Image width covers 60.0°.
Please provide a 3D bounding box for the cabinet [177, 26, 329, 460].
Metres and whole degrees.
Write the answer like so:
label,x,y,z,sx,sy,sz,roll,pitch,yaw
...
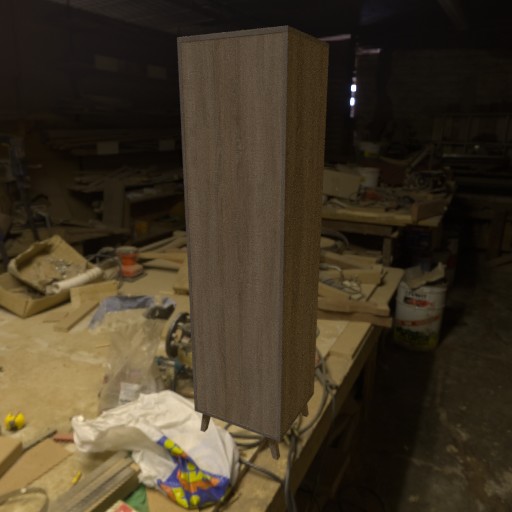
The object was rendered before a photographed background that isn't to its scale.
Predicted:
label,x,y,z,sx,sy,sz,roll,pitch,yaw
cabinet,0.000,0.000,2.217,0.510,1.960,0.450,9,19,27
